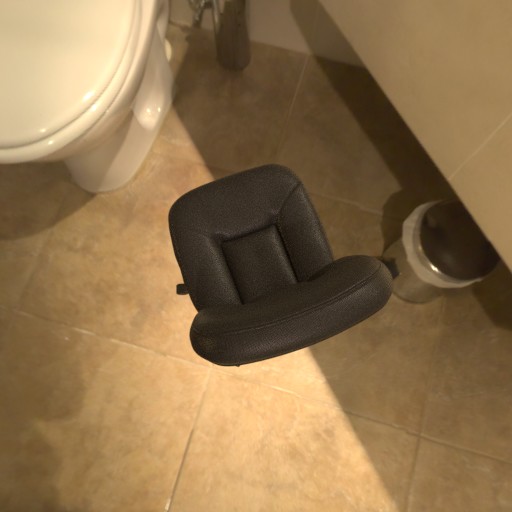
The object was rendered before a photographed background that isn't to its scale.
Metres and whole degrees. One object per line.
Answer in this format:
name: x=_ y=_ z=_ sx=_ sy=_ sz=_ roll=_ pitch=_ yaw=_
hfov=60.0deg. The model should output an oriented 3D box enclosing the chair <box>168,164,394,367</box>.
chair: x=0.000 y=0.000 z=1.405 sx=0.647 sy=0.959 sz=0.646 roll=-20 pitch=76 yaw=-5
